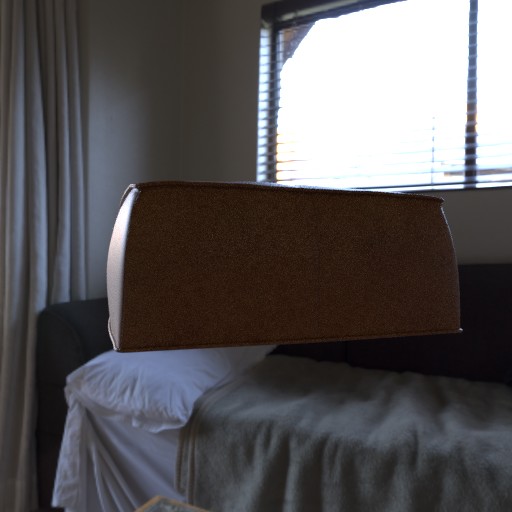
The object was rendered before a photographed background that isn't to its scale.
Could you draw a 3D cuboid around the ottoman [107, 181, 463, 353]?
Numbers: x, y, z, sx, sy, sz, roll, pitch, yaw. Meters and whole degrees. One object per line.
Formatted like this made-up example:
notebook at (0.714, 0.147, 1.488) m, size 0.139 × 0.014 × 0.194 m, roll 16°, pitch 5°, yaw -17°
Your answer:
ottoman at (0.000, 0.000, 1.413) m, size 0.901 × 0.395 × 0.902 m, roll 0°, pitch 0°, yaw -17°
